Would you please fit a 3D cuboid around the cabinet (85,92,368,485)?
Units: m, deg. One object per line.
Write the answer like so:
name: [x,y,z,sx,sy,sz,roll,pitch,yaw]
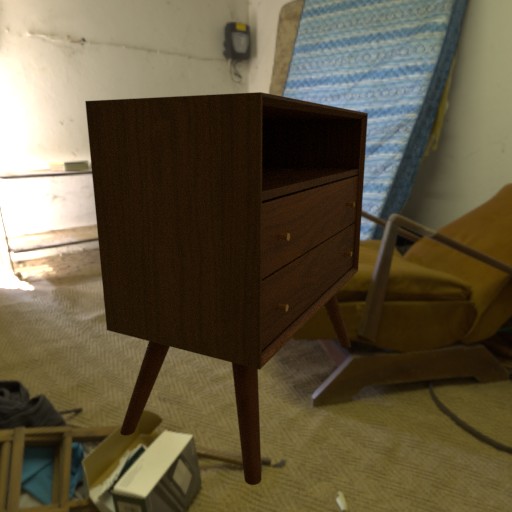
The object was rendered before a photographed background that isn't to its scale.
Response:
cabinet: [0.000,0.000,1.182,0.388,0.748,0.712,8,17,26]
